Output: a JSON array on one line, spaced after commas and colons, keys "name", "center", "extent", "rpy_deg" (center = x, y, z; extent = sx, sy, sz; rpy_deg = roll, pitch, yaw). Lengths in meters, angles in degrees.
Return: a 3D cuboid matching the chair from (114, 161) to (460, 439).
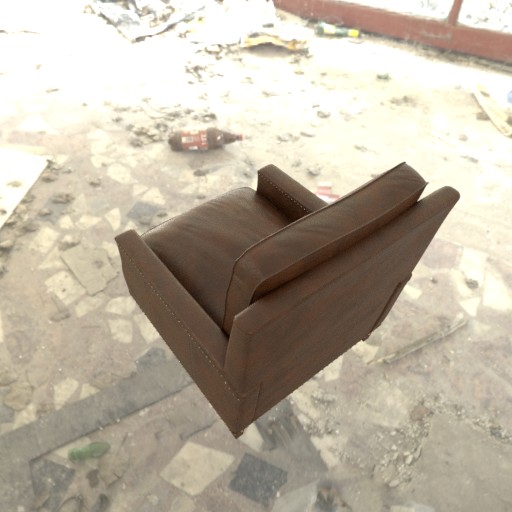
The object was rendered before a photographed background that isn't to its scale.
[{"name": "chair", "center": [0.000, 0.000, 1.818], "extent": [0.854, 1.054, 1.035], "rpy_deg": [-30, 54, -25]}]
